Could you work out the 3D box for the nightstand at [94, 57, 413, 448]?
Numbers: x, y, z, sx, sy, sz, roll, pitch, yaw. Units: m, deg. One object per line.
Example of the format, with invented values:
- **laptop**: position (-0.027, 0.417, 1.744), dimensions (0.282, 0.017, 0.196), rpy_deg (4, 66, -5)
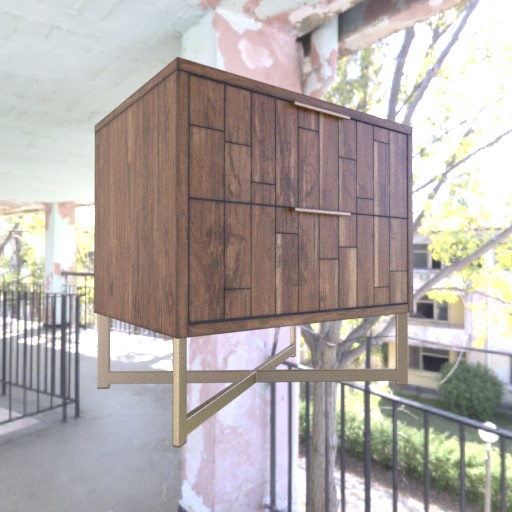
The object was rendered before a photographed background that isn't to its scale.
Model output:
- **nightstand**: position (0.000, 0.000, 1.032), dimensions (0.610, 0.610, 0.446), rpy_deg (1, -1, -36)
